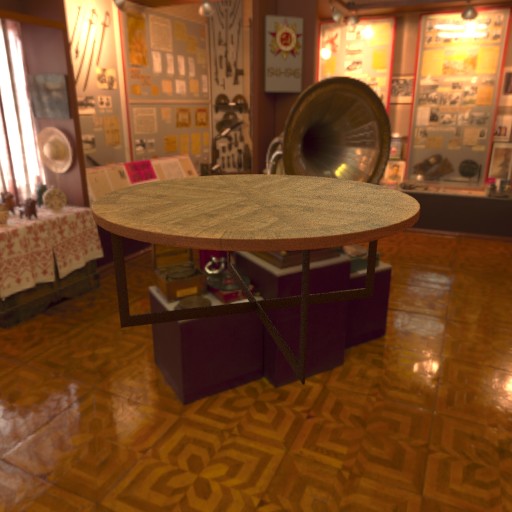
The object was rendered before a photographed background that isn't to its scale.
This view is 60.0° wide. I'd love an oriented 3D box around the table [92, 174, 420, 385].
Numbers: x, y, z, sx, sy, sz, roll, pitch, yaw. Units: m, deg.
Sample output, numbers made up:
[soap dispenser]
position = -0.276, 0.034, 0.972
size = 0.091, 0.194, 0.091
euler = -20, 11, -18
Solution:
[table]
position = 0.000, 0.000, 1.888
size = 1.264, 0.516, 1.264
euler = 0, 18, 0
